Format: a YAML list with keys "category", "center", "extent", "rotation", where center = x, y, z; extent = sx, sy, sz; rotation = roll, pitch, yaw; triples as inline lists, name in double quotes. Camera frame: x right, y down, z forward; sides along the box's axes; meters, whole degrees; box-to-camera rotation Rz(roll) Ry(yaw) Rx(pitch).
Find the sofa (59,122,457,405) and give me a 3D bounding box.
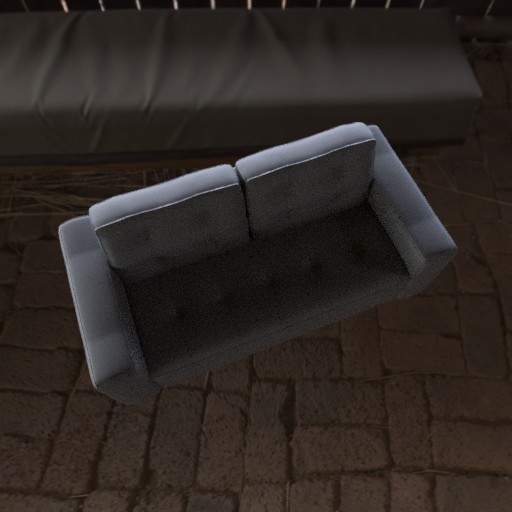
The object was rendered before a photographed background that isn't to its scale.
- category: "sofa"
  center: [0.000, 0.000, 2.221]
  extent: [1.726, 0.892, 0.833]
  rotation: [-19, 66, -9]
